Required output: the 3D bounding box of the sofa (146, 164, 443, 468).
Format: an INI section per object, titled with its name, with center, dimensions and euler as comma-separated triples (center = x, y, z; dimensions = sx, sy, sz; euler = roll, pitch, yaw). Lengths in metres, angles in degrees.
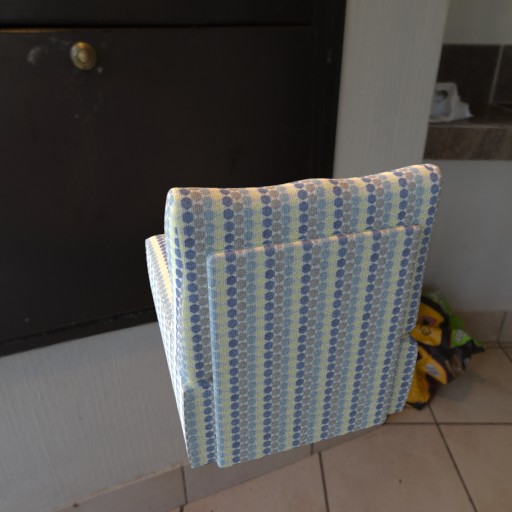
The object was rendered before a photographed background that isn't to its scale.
[sofa]
center = 0.000, 0.000, 1.552
dimensions = 0.700, 0.820, 1.000
euler = -8, 28, -16
